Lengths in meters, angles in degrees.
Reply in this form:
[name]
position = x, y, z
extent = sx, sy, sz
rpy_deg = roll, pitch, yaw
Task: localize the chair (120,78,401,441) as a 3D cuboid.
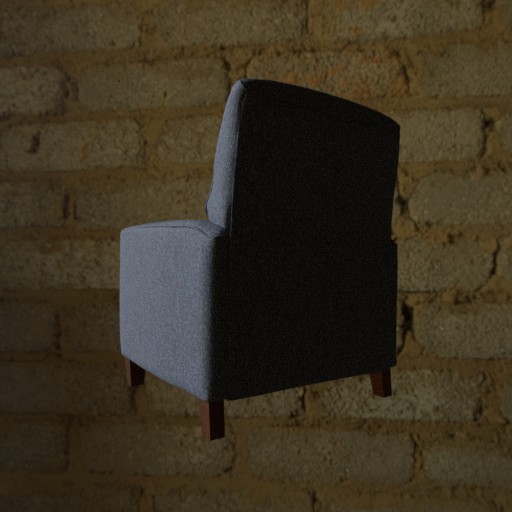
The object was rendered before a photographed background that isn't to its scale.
[chair]
position = 0.000, 0.000, 1.683
extent = 0.839, 1.016, 0.850
rpy_deg = 1, -1, -34
